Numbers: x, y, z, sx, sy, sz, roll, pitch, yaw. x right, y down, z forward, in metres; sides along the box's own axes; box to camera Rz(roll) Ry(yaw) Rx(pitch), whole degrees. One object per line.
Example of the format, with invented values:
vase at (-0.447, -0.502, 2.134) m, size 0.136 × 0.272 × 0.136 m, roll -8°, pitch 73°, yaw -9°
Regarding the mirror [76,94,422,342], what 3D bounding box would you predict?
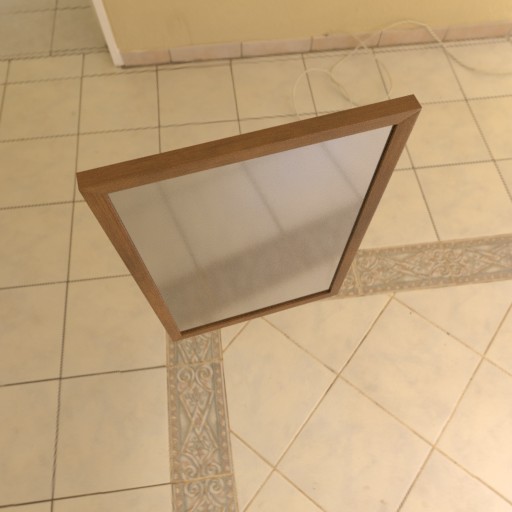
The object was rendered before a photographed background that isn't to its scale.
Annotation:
mirror at (0.000, 0.000, 1.171) m, size 0.609 × 0.915 × 0.040 m, roll -15°, pitch 65°, yaw -7°
